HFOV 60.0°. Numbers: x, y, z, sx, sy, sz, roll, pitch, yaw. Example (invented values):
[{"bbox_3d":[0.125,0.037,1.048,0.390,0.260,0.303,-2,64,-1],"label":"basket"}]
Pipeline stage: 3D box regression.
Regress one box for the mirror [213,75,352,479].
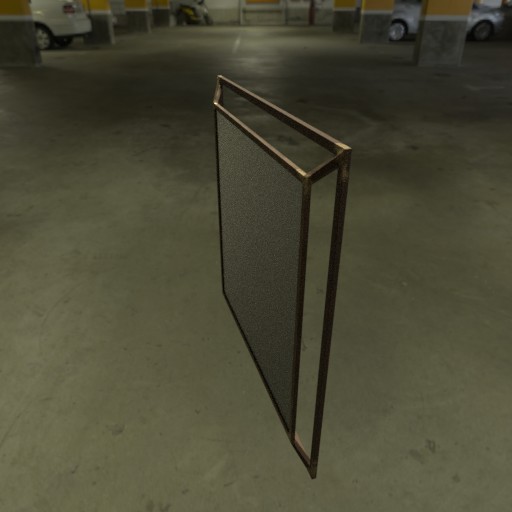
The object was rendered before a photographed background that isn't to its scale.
[{"bbox_3d":[0.000,0.000,0.906,0.032,0.610,0.610,-9,31,-16],"label":"mirror"}]
